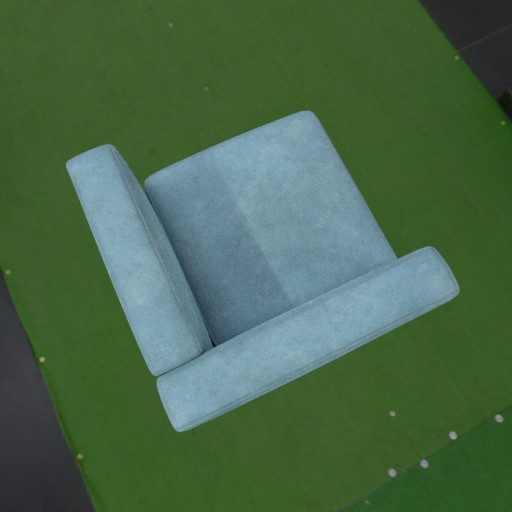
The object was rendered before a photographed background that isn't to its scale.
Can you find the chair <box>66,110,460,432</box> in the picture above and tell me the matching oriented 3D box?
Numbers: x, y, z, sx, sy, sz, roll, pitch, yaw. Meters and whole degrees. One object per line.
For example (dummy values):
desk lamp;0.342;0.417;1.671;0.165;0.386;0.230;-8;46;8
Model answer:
chair;0.000;0.000;1.272;0.691;0.660;0.684;-25;76;-6
